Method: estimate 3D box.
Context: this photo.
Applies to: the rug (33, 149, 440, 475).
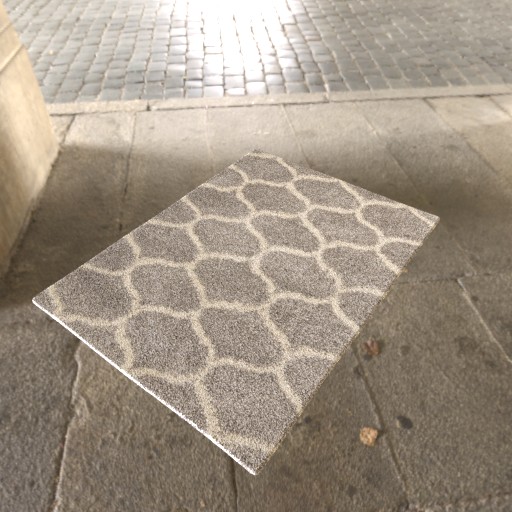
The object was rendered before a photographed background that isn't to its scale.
[{"bbox_3d":[0.000,0.000,2.094,1.200,0.025,1.600,27,49,26],"label":"rug"}]
